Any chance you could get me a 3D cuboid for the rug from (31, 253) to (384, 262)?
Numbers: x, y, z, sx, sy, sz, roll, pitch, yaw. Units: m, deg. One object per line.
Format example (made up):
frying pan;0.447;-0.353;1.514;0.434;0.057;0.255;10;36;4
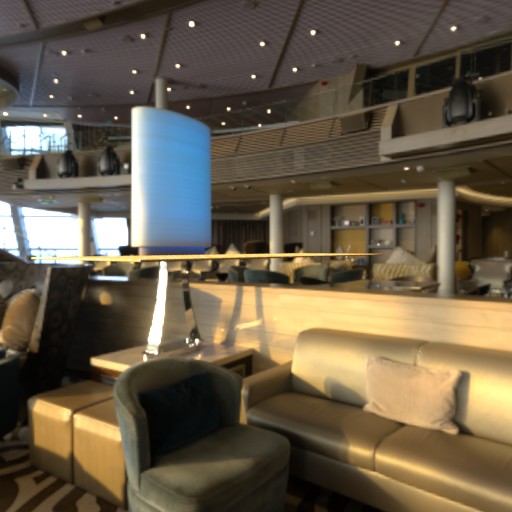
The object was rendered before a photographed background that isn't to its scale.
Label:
rug;0.000;0.000;2.769;0.775;0.010;2.438;1;1;36
